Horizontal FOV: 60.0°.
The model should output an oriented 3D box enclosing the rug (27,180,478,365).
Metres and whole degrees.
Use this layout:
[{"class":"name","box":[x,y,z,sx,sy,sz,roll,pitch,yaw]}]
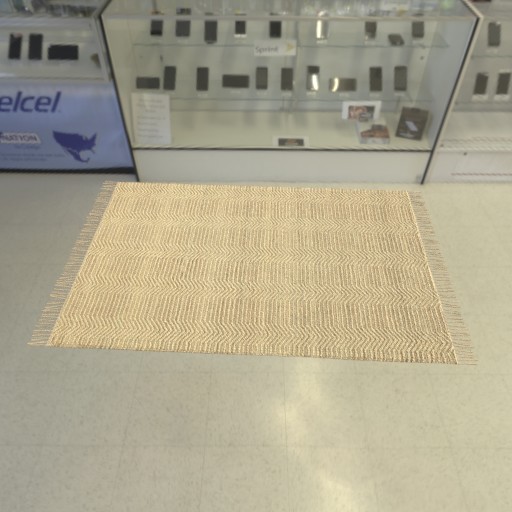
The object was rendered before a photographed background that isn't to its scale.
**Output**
[{"class":"rug","box":[0.000,0.000,2.973,2.523,0.034,1.528,2,46,2]}]
